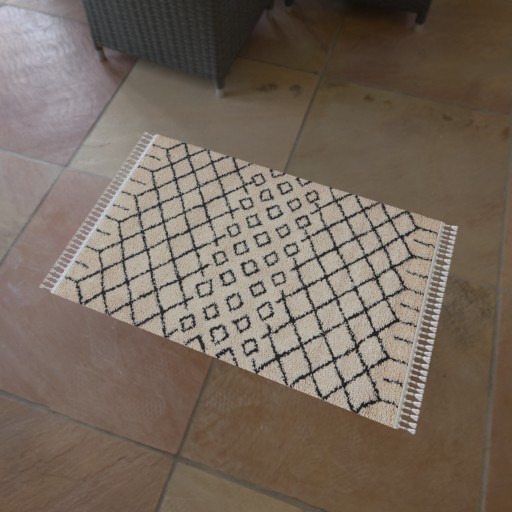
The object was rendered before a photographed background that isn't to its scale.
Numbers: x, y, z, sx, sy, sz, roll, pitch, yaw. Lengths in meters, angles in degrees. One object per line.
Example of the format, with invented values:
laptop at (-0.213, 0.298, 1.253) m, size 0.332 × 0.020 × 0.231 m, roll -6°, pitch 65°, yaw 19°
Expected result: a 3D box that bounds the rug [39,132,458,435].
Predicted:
rug at (0.000, 0.000, 2.436) m, size 2.006 × 0.008 × 1.196 m, roll 19°, pitch 63°, yaw 10°
